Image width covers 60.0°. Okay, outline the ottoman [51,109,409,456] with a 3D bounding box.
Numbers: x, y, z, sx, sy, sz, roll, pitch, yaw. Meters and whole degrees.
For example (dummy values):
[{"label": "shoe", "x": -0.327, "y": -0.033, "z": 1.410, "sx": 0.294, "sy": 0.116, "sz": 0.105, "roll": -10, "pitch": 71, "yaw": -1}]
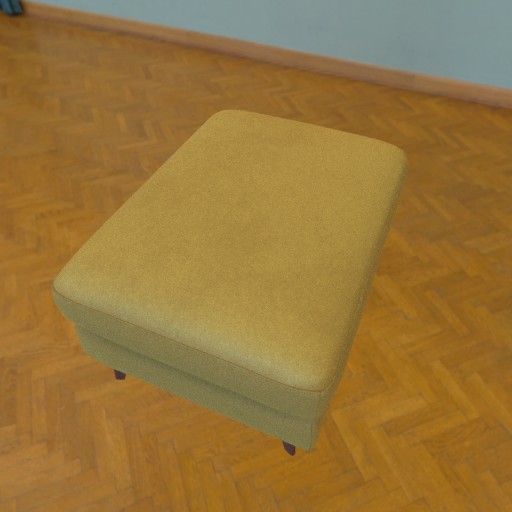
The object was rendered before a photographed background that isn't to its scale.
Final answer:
[{"label": "ottoman", "x": 0.000, "y": 0.000, "z": 1.160, "sx": 0.608, "sy": 0.449, "sz": 0.811, "roll": 17, "pitch": 49, "yaw": 16}]
